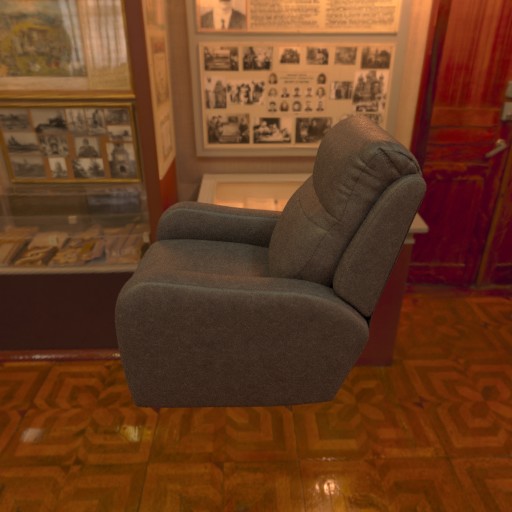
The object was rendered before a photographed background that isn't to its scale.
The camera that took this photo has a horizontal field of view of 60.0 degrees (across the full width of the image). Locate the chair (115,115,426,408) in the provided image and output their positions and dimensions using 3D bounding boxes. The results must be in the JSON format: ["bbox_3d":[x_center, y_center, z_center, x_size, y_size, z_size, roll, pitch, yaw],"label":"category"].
[{"bbox_3d":[0.000,0.000,1.850,1.067,1.067,0.865,0,27,1],"label":"chair"}]
